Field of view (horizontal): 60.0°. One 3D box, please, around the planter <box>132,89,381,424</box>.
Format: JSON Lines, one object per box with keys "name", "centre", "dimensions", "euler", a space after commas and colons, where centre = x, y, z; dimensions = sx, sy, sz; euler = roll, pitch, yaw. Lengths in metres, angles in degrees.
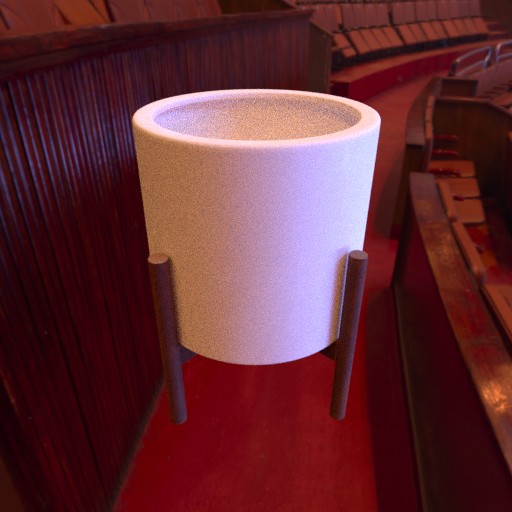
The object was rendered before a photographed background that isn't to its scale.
{"name": "planter", "centre": [0.000, 0.000, 0.912], "dimensions": [0.420, 0.581, 0.421], "euler": [1, 30, 1]}
